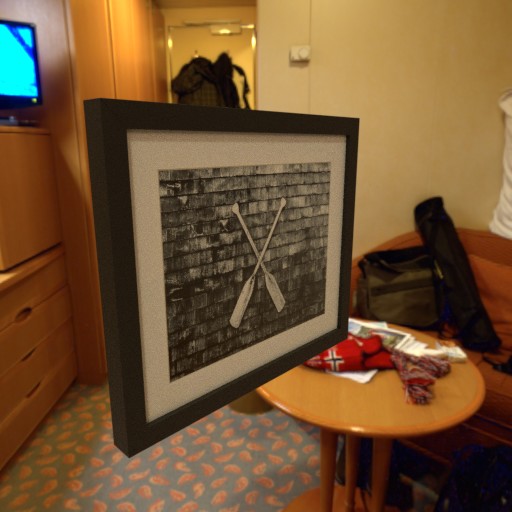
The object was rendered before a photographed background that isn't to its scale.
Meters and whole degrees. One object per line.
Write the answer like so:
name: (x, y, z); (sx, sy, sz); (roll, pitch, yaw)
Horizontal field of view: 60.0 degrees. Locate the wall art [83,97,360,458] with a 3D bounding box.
wall art: (0.000, 0.000, 0.530); (0.029, 0.330, 0.381); (13, 19, 43)
